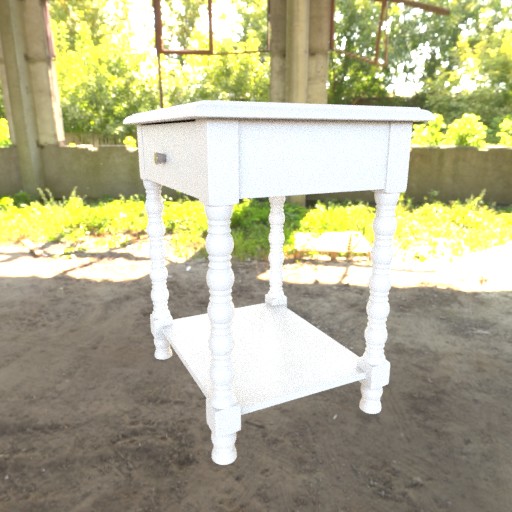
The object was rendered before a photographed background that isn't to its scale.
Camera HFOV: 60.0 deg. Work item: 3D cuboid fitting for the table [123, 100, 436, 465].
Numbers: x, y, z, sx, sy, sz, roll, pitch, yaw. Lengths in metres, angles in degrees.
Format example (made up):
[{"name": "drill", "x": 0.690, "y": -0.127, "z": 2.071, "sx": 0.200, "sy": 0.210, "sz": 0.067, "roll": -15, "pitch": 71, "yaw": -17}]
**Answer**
[{"name": "table", "x": 0.000, "y": 0.000, "z": 0.854, "sx": 0.381, "sy": 0.531, "sz": 0.460, "roll": -7, "pitch": 17, "yaw": -25}]
